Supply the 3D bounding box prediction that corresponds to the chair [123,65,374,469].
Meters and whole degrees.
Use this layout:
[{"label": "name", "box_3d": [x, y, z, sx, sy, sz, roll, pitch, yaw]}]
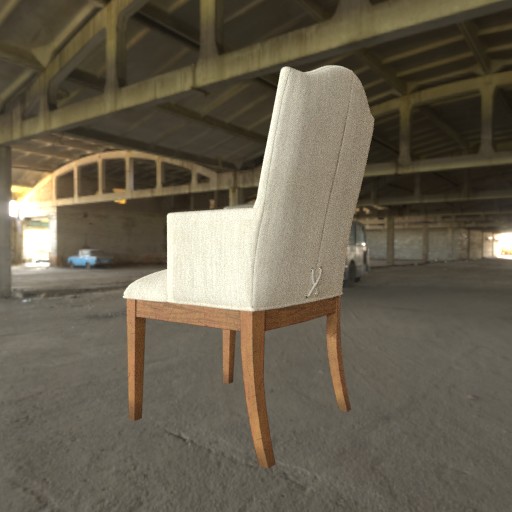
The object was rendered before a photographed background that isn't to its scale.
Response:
[{"label": "chair", "box_3d": [0.000, 0.000, 1.382, 0.641, 1.016, 0.533, 1, 2, 36]}]
